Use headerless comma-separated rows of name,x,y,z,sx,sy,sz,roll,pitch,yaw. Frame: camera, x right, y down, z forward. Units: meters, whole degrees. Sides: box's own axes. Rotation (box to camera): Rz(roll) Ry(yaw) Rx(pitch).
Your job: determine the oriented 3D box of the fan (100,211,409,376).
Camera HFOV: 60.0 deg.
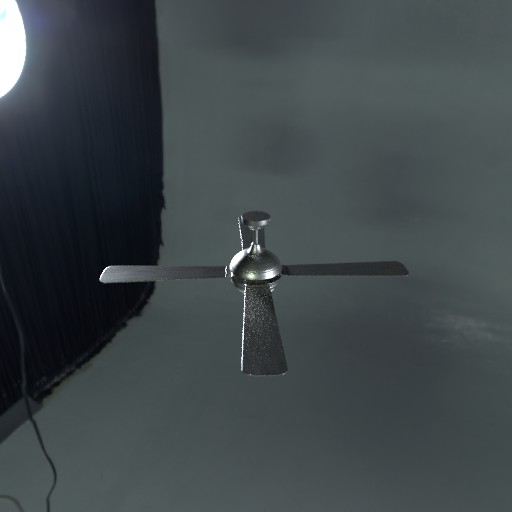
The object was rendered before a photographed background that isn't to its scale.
fan,0.000,0.000,1.981,1.321,0.381,1.321,8,28,16
